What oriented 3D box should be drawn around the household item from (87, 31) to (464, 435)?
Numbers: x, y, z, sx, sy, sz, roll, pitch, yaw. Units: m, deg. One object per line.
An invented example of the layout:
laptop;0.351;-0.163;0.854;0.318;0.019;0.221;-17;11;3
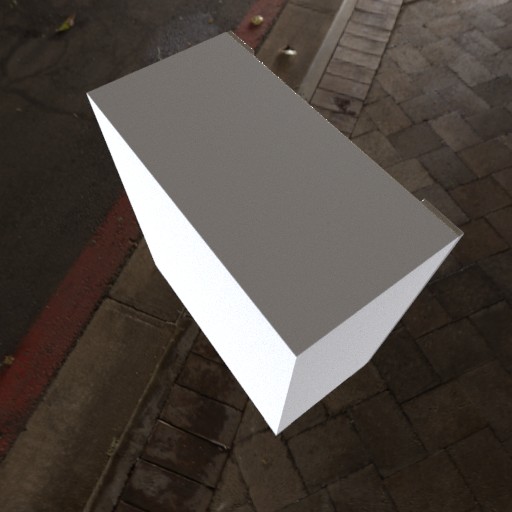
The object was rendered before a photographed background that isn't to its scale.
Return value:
household item;0.000;0.000;1.337;0.420;0.870;0.800;-32;65;-17
